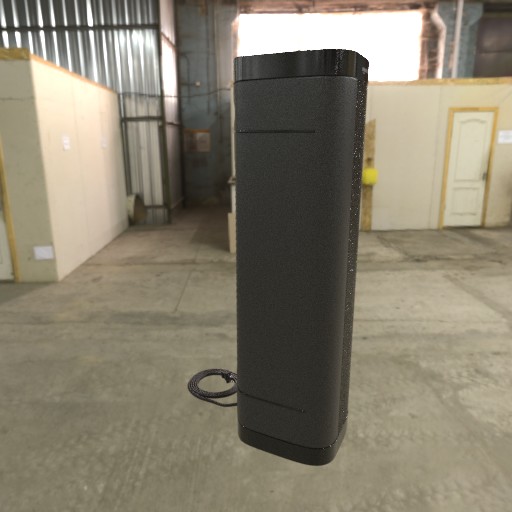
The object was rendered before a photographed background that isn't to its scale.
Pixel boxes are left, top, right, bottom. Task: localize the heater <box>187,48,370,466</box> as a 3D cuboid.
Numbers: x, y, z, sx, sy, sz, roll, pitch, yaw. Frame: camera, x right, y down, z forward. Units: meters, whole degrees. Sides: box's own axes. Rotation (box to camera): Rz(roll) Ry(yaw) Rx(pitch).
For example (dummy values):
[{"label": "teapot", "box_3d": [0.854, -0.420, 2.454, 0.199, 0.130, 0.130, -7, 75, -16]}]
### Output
[{"label": "heater", "box_3d": [0.000, 0.000, 0.692, 0.312, 0.552, 0.174, 7, 17, 26]}]
